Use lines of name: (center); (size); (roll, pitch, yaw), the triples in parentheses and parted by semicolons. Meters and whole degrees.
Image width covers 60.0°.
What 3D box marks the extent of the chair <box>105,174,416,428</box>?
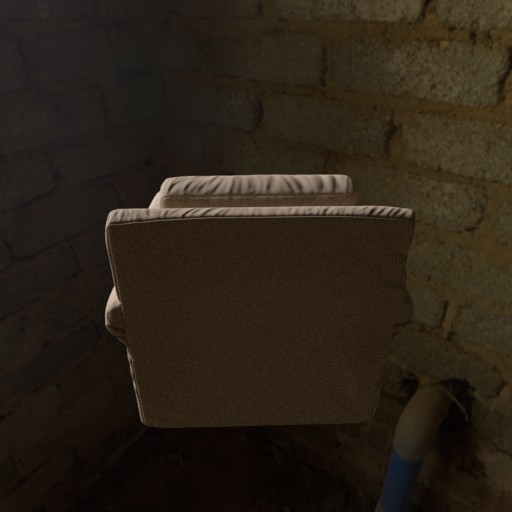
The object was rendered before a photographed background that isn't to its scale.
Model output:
chair: (0.000, 0.000, 1.774); (0.940, 0.866, 1.066); (-1, 31, -2)
